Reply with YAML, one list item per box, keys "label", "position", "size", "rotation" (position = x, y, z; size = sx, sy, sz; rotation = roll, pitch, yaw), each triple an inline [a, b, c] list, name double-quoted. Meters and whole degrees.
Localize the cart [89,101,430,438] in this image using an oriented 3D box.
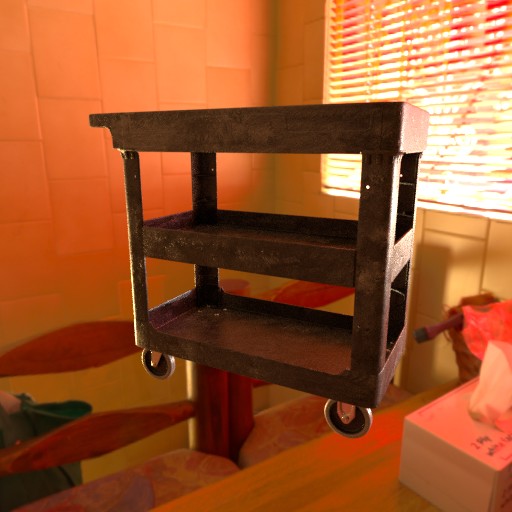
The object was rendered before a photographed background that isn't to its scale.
- label: "cart"
  position: [0.000, 0.000, 1.342]
  size: [0.877, 0.824, 0.420]
  rotation: [7, 16, 27]
